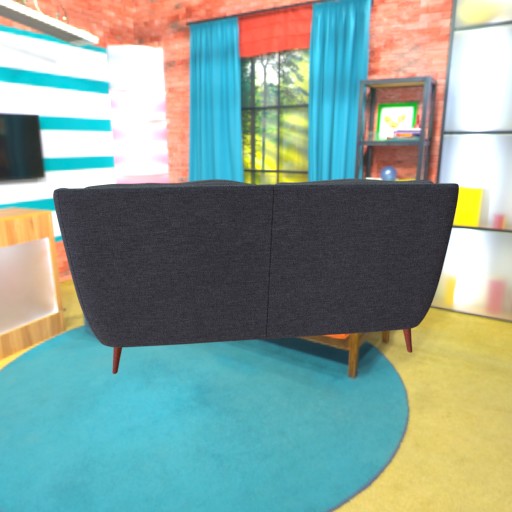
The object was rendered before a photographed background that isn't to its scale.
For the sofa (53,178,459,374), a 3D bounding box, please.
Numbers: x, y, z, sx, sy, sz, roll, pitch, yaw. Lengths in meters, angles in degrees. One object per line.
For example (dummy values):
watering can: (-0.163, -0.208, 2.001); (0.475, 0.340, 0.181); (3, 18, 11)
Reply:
sofa: (0.000, 0.000, 2.466); (1.929, 0.896, 0.975); (-2, 14, -8)
